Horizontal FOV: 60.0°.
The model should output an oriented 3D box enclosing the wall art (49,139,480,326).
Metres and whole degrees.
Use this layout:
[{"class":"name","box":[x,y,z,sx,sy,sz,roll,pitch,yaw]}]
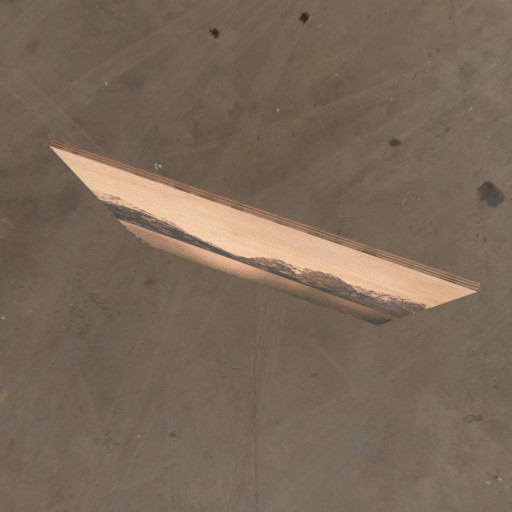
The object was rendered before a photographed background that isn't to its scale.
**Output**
[{"class":"wall art","box":[0.000,0.000,0.694,0.508,0.408,0.010,19,77,5]}]
